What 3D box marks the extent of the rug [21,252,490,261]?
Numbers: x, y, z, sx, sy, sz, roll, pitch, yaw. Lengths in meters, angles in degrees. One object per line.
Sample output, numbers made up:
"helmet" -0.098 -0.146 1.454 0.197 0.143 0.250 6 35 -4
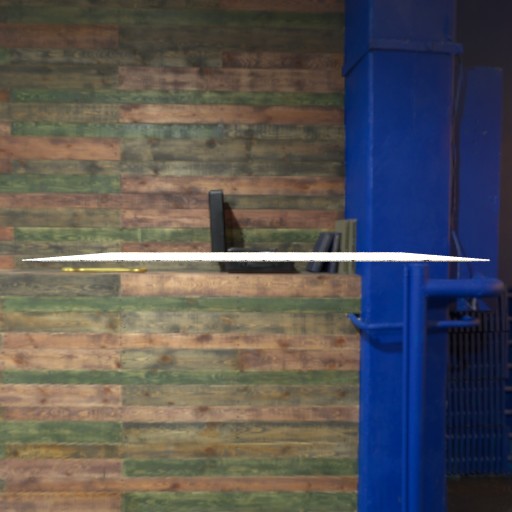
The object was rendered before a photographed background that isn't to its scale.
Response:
"rug" 0.000 0.000 2.488 2.006 0.008 1.196 0 2 0
